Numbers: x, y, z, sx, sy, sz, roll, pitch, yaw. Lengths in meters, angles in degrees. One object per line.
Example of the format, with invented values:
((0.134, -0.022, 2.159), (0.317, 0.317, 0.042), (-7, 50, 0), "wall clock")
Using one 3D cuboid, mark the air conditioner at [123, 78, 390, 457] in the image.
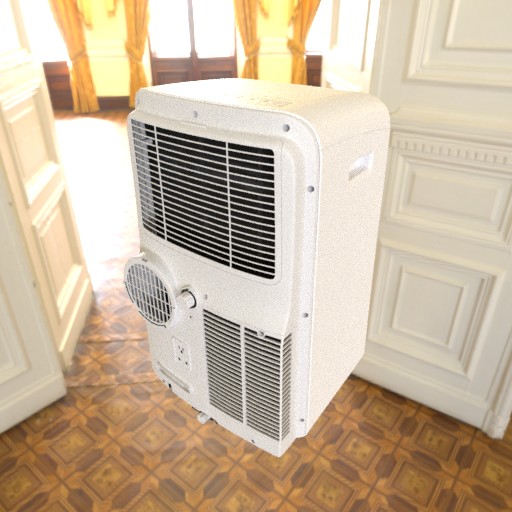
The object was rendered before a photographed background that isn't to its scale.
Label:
((0.000, 0.000, 1.058), (0.478, 0.765, 0.467), (21, 36, 32), "air conditioner")
